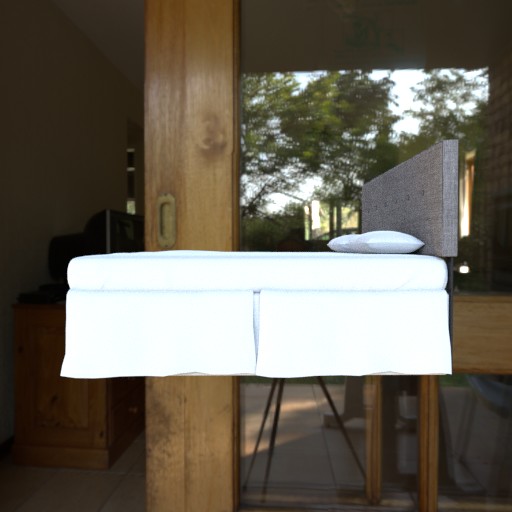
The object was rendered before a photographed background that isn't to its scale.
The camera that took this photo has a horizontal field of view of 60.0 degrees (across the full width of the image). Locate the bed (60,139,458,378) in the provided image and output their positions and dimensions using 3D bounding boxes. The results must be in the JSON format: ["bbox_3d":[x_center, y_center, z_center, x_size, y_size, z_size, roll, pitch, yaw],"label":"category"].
[{"bbox_3d":[0.000,0.000,2.949,1.958,1.168,1.621,0,1,-1],"label":"bed"}]
